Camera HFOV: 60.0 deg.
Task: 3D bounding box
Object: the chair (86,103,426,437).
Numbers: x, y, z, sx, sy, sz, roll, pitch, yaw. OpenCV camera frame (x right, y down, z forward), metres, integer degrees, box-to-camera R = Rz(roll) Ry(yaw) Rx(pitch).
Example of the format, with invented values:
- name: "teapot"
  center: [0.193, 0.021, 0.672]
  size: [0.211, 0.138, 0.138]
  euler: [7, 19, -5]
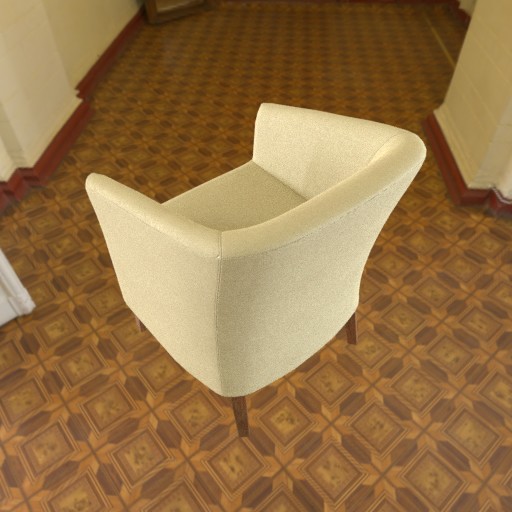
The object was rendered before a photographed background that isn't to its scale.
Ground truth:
- name: "chair"
  center: [0.000, 0.000, 1.279]
  size: [0.643, 0.822, 0.657]
  euler: [-32, 53, -27]
